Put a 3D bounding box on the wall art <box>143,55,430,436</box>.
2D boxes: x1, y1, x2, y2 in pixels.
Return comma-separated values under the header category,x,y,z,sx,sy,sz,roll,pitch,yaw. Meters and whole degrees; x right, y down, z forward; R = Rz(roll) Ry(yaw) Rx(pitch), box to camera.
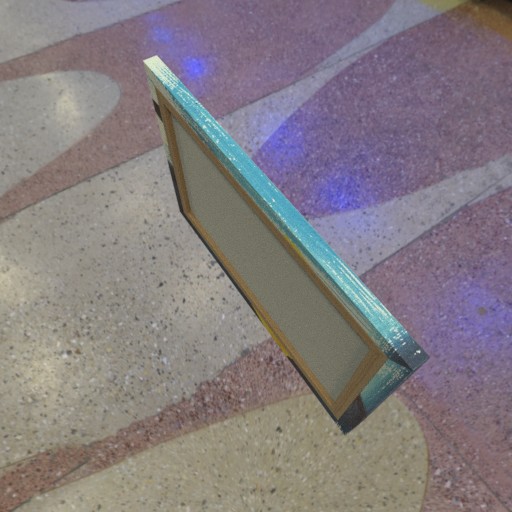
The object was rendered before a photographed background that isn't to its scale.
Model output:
category,x,y,z,sx,sy,sz,roll,pitch,yaw
wall art,0.000,0.000,1.143,0.039,0.610,0.914,-30,64,-17
